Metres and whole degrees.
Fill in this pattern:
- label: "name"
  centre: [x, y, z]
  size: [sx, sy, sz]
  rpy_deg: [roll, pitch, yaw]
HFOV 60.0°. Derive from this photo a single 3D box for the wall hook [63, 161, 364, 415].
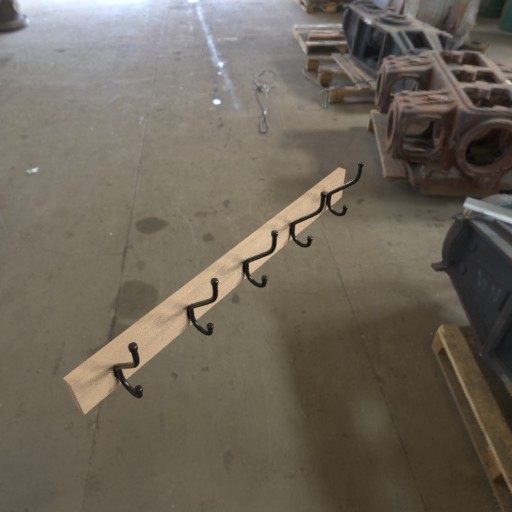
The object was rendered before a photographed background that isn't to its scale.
- label: "wall hook"
  centre: [0.000, 0.000, 0.625]
  size: [0.071, 0.117, 0.571]
  rpy_deg: [28, 48, 28]
